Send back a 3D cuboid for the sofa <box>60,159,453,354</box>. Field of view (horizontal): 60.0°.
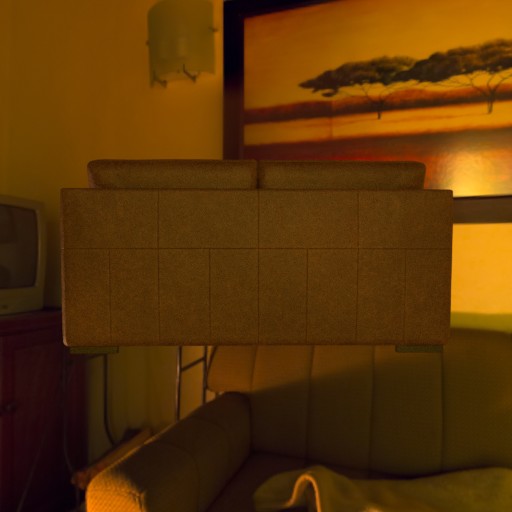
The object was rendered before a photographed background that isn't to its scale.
[{"bbox_3d":[0.000,0.000,2.563,1.880,0.939,1.143,0,-2,-1],"label":"sofa"}]
